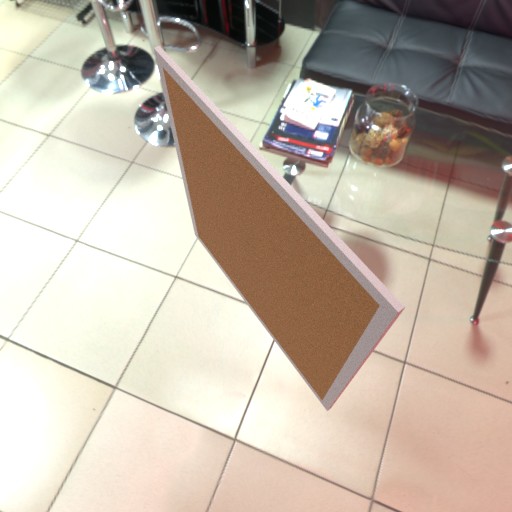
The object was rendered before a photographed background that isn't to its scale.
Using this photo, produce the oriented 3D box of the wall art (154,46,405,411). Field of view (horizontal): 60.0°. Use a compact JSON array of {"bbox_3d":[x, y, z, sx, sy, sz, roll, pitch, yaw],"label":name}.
[{"bbox_3d":[0.000,0.000,0.689,0.009,0.457,0.456,-31,65,-17],"label":"wall art"}]
